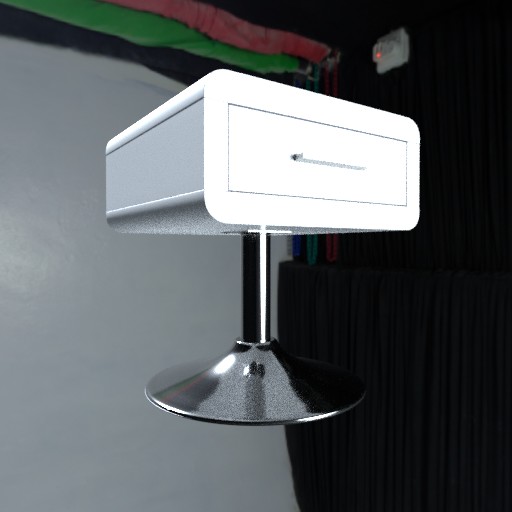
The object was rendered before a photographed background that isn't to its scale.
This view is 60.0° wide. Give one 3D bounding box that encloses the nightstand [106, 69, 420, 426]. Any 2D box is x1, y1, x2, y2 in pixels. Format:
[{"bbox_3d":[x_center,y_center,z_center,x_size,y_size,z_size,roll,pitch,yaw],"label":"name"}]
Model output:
[{"bbox_3d":[0.000,0.000,0.772,0.399,0.447,0.404,-1,1,-35],"label":"nightstand"}]
